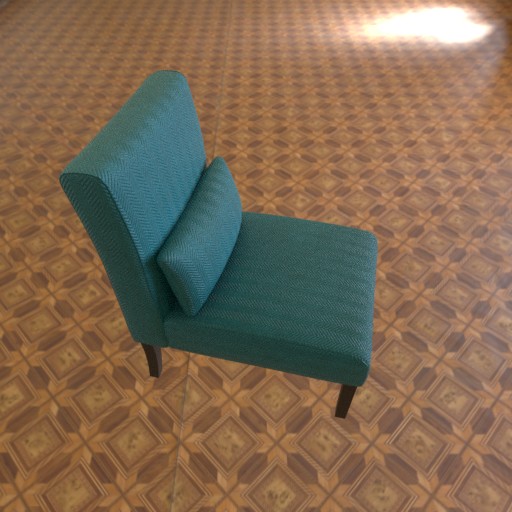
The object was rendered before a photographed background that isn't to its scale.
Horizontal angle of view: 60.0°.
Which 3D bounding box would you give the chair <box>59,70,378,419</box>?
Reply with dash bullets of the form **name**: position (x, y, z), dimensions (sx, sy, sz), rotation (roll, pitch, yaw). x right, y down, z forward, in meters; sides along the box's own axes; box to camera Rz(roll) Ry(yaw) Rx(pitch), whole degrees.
- **chair**: position (0.000, 0.000, 1.446), dimensions (0.808, 0.927, 0.579), rotation (9, 47, 9)
